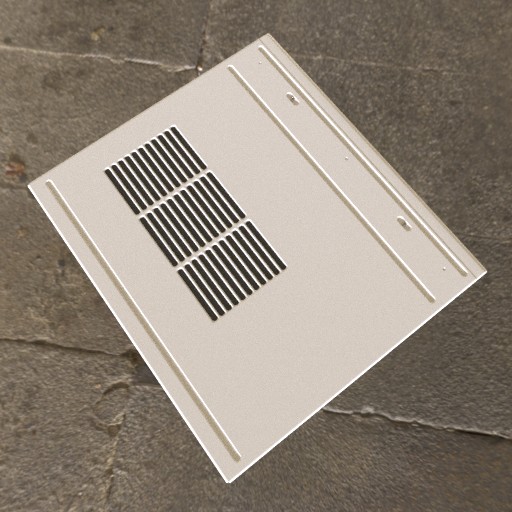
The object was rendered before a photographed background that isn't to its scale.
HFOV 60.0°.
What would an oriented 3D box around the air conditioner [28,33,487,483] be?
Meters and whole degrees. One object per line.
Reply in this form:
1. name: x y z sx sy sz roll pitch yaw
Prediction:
1. air conditioner: 0.000 0.000 1.031 0.599 0.455 0.645 -36 78 -9
